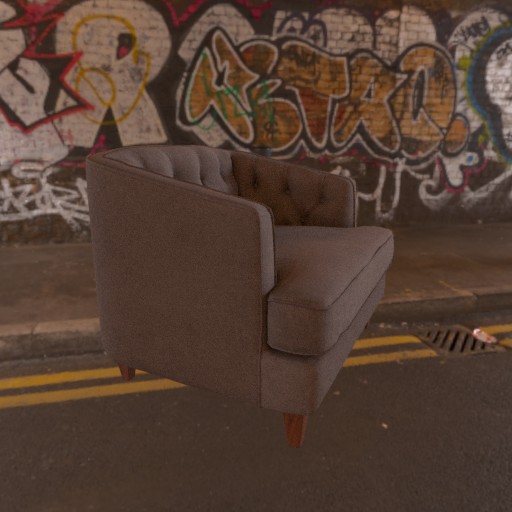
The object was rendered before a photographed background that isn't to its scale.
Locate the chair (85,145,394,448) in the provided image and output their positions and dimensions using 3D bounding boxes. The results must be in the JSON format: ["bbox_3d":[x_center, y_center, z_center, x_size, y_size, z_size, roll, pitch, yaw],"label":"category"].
[{"bbox_3d":[0.000,0.000,1.764,0.941,0.852,1.104,7,16,25],"label":"chair"}]
